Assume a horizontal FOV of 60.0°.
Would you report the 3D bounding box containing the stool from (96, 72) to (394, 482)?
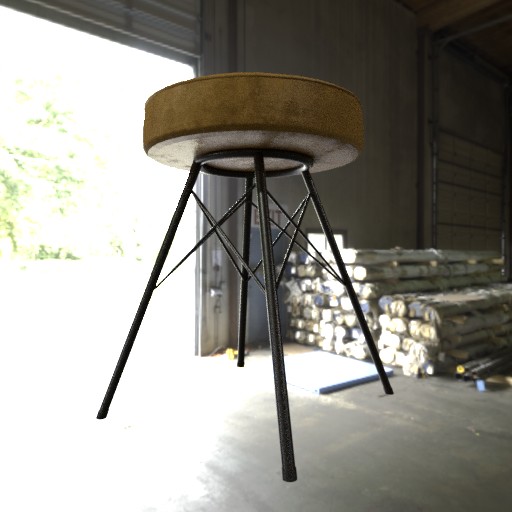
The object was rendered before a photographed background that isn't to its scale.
[{"bbox_3d":[0.000,0.000,0.887,0.438,0.595,0.472,0,0,36],"label":"stool"}]
